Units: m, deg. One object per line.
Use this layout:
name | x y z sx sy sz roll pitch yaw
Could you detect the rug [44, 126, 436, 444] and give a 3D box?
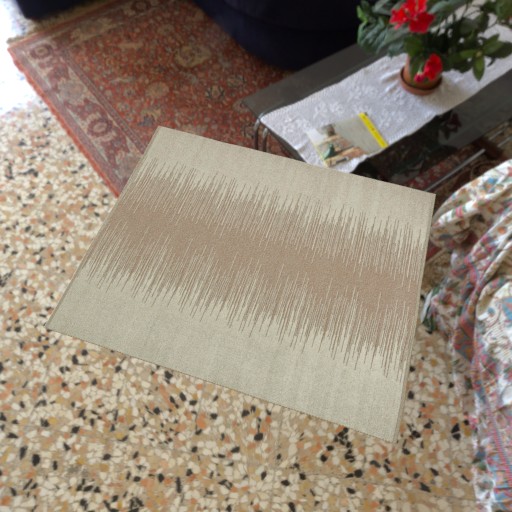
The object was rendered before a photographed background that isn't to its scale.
rug | 0.000 0.000 4.125 3.048 0.013 2.438 16 63 8
